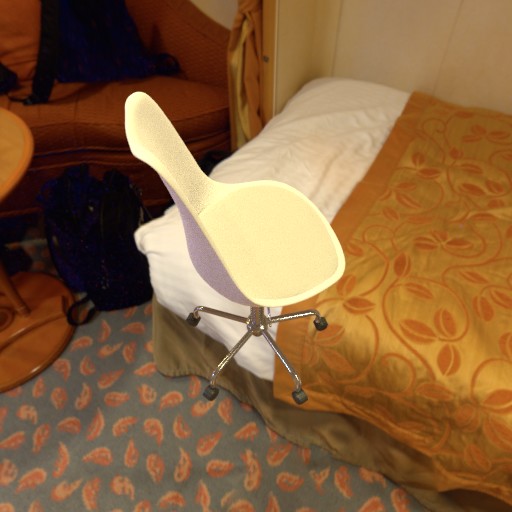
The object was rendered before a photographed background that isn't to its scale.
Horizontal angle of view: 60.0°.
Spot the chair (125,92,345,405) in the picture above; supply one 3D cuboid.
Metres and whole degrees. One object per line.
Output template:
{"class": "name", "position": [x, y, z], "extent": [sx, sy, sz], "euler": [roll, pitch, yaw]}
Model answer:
{"class": "chair", "position": [0.000, 0.000, 1.279], "extent": [0.550, 0.930, 0.550], "euler": [-11, 48, -11]}
